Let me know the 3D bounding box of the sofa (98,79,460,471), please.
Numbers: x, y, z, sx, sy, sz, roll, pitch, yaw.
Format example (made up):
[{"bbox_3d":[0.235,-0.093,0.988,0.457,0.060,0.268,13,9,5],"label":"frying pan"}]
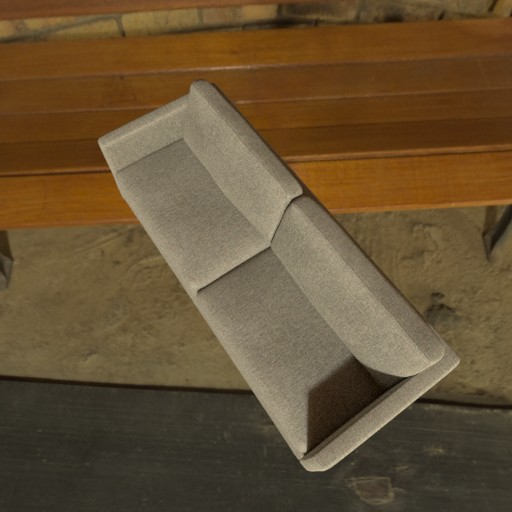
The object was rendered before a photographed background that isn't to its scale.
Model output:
[{"bbox_3d":[0.000,0.000,2.842,0.948,0.951,2.434,-32,68,-14],"label":"sofa"}]
